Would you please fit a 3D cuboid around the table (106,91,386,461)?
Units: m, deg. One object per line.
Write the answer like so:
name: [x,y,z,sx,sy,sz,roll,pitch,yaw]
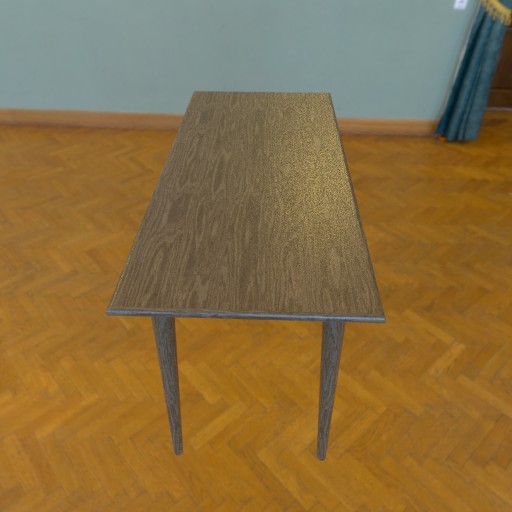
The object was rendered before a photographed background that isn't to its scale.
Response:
table: [0.000,0.000,1.687,0.599,0.780,1.300,1,40,2]
